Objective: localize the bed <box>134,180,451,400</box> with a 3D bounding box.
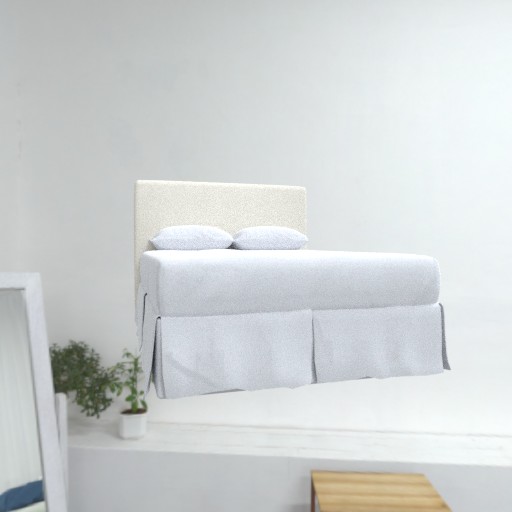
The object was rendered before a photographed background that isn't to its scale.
[{"bbox_3d":[0.000,0.000,3.254,1.713,1.330,2.142,0,2,-17],"label":"bed"}]
